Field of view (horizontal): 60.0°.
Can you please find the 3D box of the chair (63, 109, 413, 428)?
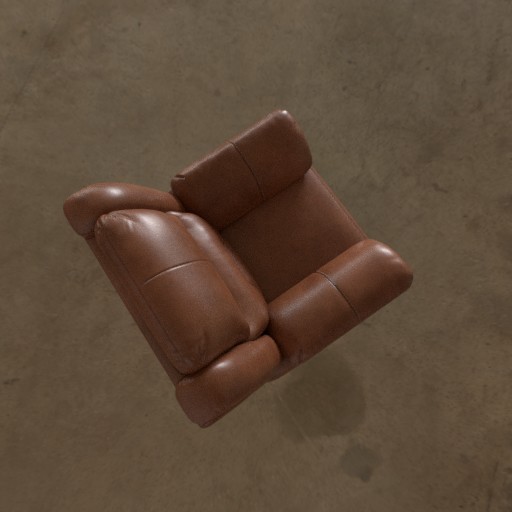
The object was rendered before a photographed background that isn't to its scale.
[{"bbox_3d":[0.000,0.000,1.933,1.041,1.093,0.990,-33,79,-7],"label":"chair"}]
